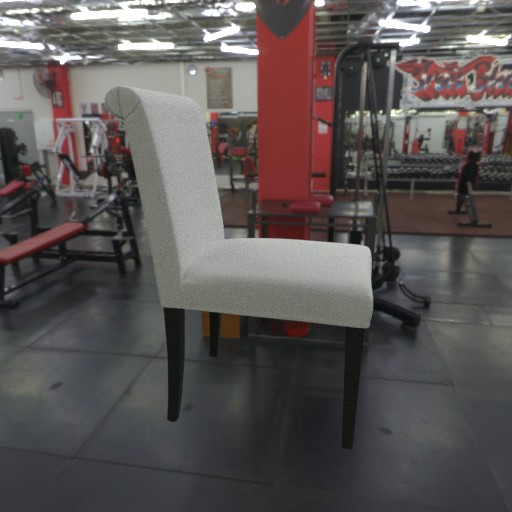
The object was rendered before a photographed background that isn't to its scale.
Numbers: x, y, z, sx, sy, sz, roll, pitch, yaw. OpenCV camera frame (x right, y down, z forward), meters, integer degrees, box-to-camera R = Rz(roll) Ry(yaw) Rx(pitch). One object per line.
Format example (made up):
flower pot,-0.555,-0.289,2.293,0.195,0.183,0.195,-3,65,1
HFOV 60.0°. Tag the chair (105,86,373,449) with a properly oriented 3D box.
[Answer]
chair,0.000,0.000,1.387,0.708,0.976,0.452,4,16,12
